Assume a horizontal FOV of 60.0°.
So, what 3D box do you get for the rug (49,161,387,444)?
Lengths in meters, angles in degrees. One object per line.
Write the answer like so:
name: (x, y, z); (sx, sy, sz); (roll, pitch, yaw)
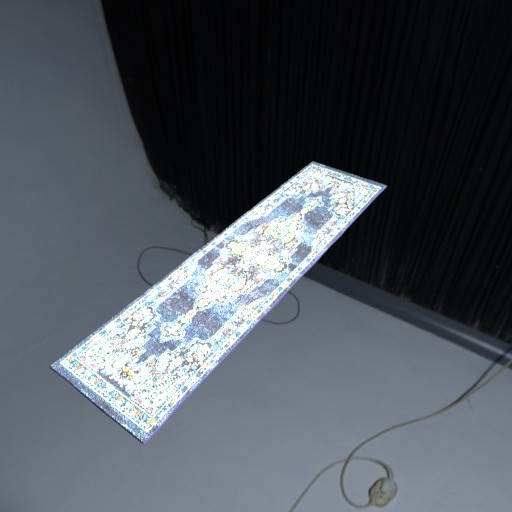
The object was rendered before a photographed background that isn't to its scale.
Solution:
rug: (0.000, 0.000, 2.516); (0.602, 0.016, 2.283); (25, 47, 26)
